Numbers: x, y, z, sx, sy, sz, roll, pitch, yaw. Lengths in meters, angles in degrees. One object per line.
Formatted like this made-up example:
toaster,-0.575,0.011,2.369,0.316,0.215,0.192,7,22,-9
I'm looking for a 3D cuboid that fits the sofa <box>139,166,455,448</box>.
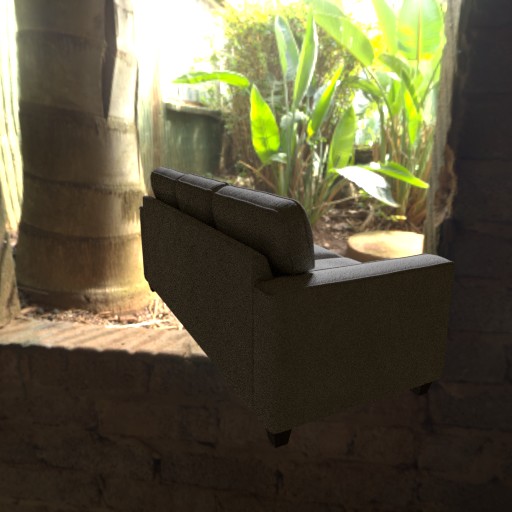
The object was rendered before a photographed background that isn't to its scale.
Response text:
sofa,0.000,0.000,2.676,0.939,0.965,2.133,-8,17,-26
